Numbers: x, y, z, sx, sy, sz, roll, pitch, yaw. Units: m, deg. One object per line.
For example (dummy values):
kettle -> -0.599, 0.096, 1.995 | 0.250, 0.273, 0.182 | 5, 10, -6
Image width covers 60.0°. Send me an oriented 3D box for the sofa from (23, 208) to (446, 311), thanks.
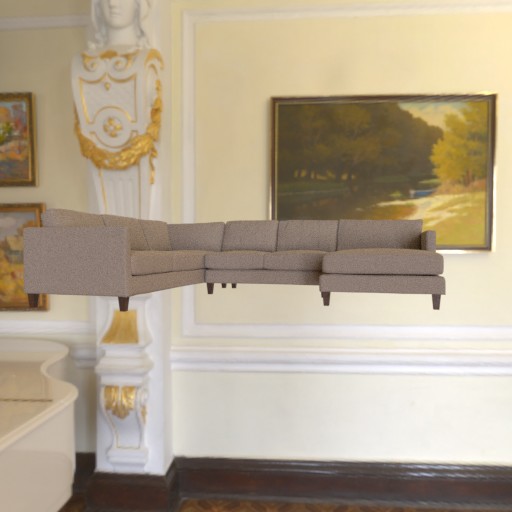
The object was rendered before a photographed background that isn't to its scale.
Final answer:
sofa -> 0.000, 0.000, 4.437 | 3.438, 0.865, 2.424 | 0, 1, 16
